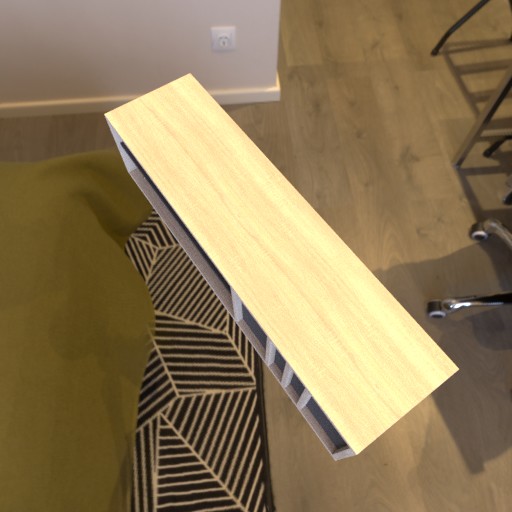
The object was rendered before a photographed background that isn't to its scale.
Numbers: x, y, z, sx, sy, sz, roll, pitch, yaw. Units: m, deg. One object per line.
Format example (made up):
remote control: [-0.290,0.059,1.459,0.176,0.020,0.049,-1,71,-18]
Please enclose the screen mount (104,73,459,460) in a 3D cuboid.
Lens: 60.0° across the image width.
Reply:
screen mount: [0.000,0.000,1.744,0.401,0.509,1.500,-32,68,-15]
